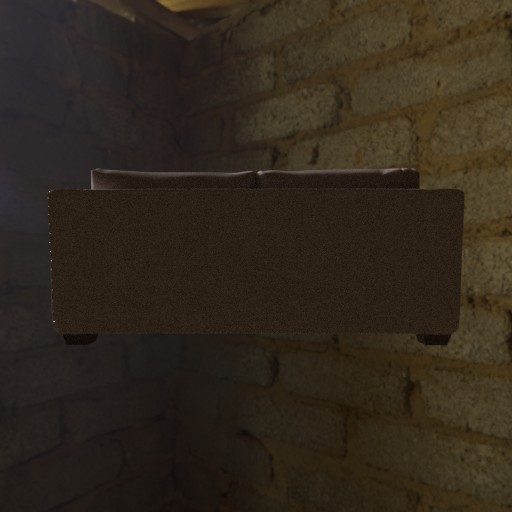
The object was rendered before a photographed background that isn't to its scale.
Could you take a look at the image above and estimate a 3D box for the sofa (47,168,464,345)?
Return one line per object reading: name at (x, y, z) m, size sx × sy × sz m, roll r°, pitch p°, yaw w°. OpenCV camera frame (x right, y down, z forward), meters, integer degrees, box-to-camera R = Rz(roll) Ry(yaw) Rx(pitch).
sofa at (0.000, 0.000, 2.588) m, size 1.967 × 0.901 × 1.030 m, roll 0°, pitch -1°, yaw 0°
